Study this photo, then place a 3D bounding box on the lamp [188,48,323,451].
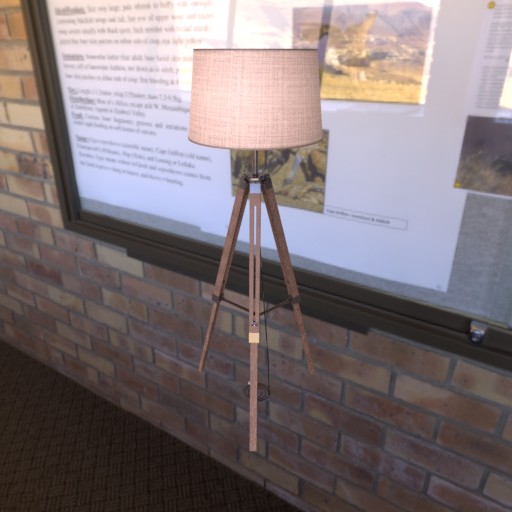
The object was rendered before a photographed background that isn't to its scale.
[{"bbox_3d":[0.000,0.000,1.783,0.604,1.510,0.587,0,25,1],"label":"lamp"}]
